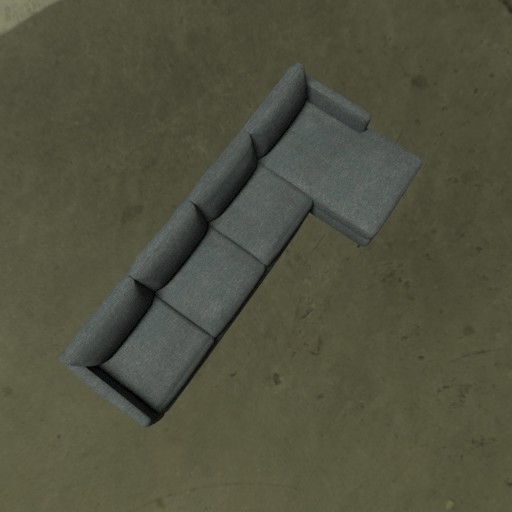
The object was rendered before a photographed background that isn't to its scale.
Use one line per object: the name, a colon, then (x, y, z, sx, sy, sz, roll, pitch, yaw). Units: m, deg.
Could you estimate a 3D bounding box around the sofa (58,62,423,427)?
sofa: (0.000, 0.000, 3.439, 1.350, 0.810, 2.932, 35, 79, 8)
